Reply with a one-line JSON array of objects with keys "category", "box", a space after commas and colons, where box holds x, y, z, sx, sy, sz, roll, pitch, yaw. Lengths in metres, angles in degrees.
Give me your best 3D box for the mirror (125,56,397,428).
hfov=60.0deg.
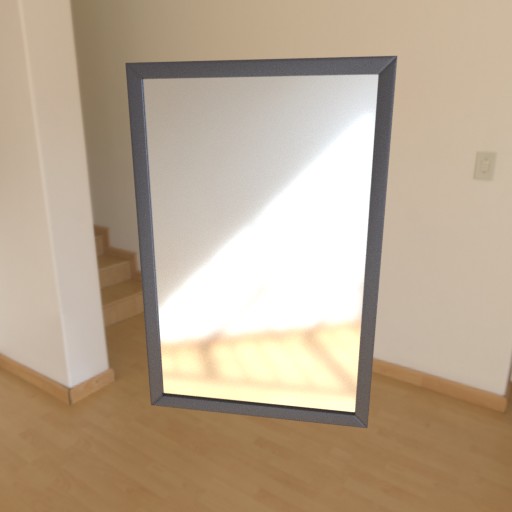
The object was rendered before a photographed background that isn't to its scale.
[{"category": "mirror", "box": [0.000, 0.000, 1.124, 0.609, 0.915, 0.040, 3, 16, 9]}]
